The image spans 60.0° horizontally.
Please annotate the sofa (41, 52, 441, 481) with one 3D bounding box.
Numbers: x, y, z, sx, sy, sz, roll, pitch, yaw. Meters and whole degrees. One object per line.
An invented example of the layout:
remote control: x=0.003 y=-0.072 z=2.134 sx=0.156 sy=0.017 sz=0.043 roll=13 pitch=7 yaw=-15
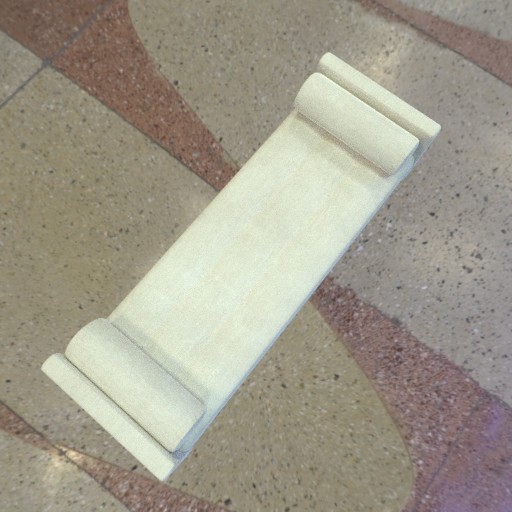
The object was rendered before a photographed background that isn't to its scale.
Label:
sofa: x=0.000 y=0.000 z=2.240 sx=0.686 sy=0.635 sz=1.981 roll=38 pitch=78 yaw=10
